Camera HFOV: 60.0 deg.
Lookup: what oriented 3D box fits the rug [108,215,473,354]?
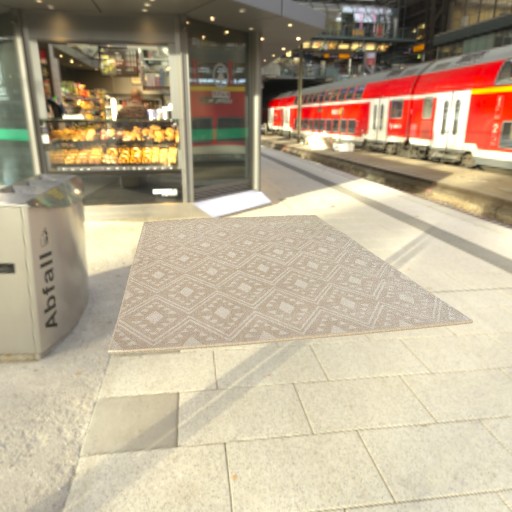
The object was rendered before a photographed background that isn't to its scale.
[{"bbox_3d":[0.000,0.000,2.320,1.252,0.034,1.829,-3,18,-10],"label":"rug"}]
